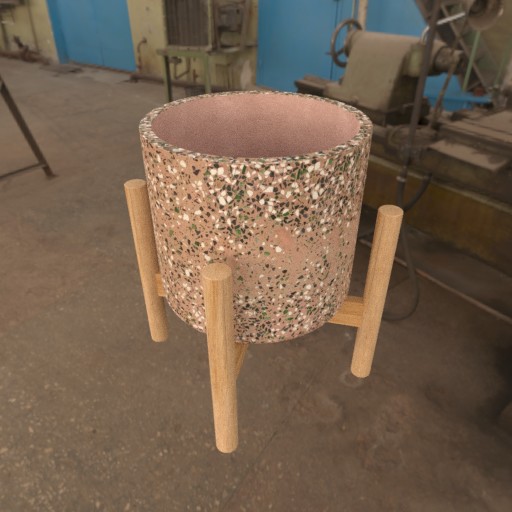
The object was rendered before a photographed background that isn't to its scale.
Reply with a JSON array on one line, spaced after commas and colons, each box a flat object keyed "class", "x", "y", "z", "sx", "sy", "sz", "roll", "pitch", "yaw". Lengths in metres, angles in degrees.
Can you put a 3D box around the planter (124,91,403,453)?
[{"class": "planter", "x": 0.000, "y": 0.000, "z": 0.520, "sx": 0.284, "sy": 0.320, "sz": 0.284, "roll": 22, "pitch": 40, "yaw": 29}]
